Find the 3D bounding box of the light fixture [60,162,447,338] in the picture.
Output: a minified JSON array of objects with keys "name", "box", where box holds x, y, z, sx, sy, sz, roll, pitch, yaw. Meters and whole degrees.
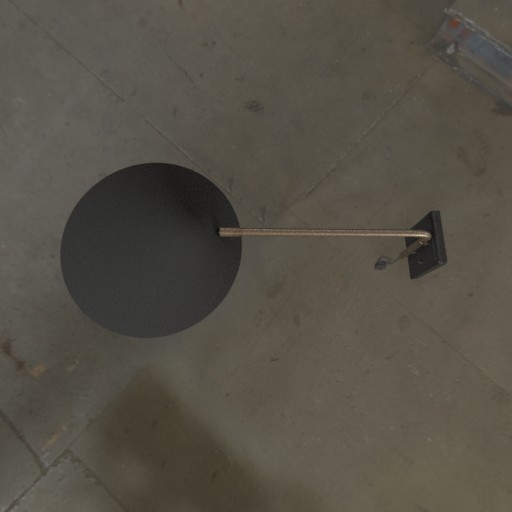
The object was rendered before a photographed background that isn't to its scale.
[{"name":"light fixture","box":[0.000,0.000,0.666,0.516,0.312,0.240,-3,76,-1]}]
